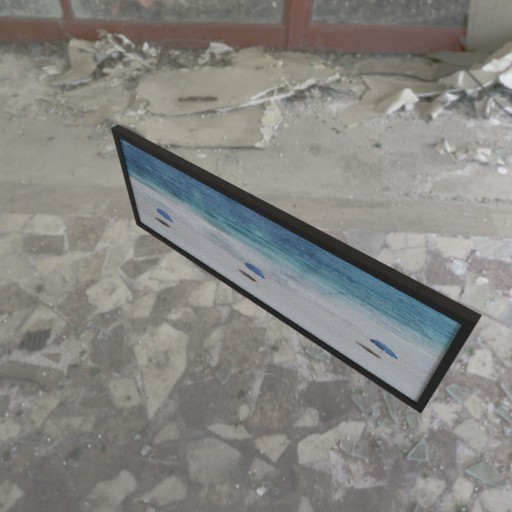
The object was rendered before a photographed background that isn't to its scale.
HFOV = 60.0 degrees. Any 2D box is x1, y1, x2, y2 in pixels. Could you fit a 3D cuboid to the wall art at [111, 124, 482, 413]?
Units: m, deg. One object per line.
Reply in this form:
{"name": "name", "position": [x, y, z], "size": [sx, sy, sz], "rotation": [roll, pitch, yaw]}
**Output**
{"name": "wall art", "position": [0.000, 0.000, 1.746], "size": [1.572, 0.554, 0.041], "rotation": [31, 54, 26]}
